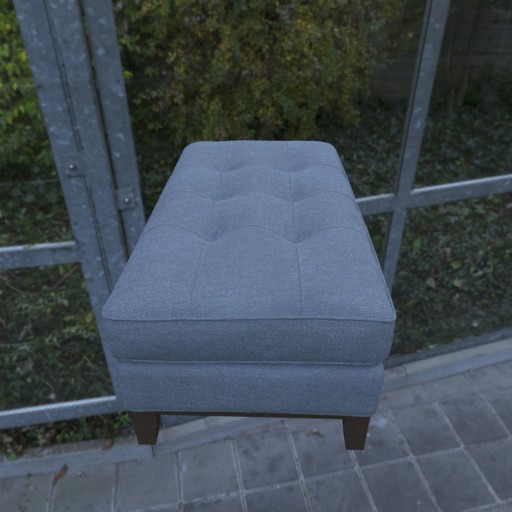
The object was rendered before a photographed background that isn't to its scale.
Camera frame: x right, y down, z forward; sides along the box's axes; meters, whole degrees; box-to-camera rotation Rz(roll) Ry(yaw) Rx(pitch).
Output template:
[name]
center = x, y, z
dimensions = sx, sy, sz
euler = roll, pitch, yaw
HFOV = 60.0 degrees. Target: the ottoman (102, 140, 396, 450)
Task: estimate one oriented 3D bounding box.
[ottoman]
center = 0.000, 0.000, 1.503
dimensions = 0.648, 0.514, 1.143
euler = 1, 32, 1
